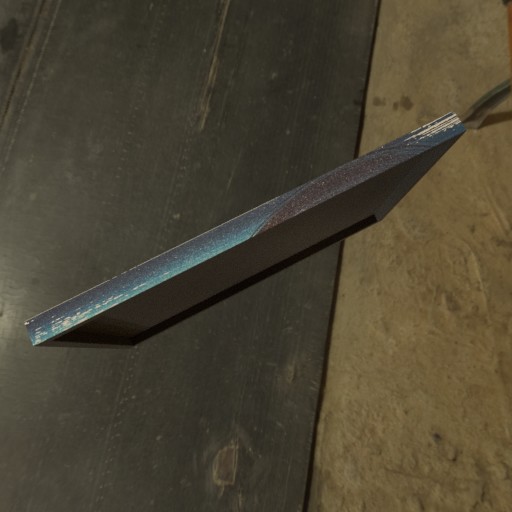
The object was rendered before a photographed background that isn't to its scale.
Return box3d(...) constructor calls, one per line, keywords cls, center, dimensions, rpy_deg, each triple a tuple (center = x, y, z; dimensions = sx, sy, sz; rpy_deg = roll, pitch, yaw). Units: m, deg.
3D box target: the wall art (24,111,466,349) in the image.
box3d(cls="wall art", center=(0.000, 0.000, 0.755), dimensions=(0.609, 0.406, 0.033), rpy_deg=(-27, 79, -6))
